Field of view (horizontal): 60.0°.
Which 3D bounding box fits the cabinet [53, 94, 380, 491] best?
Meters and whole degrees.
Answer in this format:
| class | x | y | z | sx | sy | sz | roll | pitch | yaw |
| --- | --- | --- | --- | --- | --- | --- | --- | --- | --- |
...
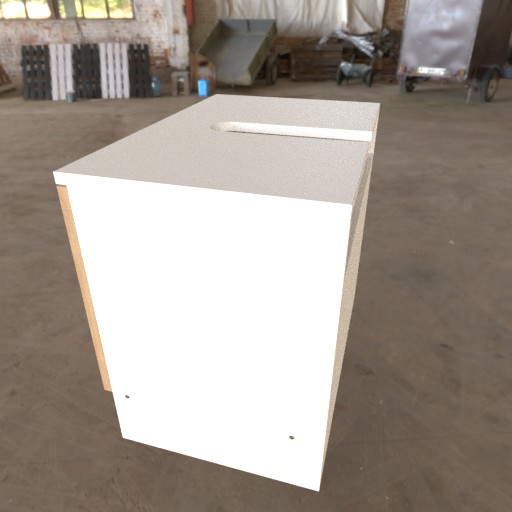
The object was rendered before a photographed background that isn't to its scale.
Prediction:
| class | x | y | z | sx | sy | sz | roll | pitch | yaw |
| --- | --- | --- | --- | --- | --- | --- | --- | --- | --- |
| cabinet | 0.000 | 0.000 | 0.917 | 0.400 | 0.522 | 0.600 | 8 | 31 | 14 |
